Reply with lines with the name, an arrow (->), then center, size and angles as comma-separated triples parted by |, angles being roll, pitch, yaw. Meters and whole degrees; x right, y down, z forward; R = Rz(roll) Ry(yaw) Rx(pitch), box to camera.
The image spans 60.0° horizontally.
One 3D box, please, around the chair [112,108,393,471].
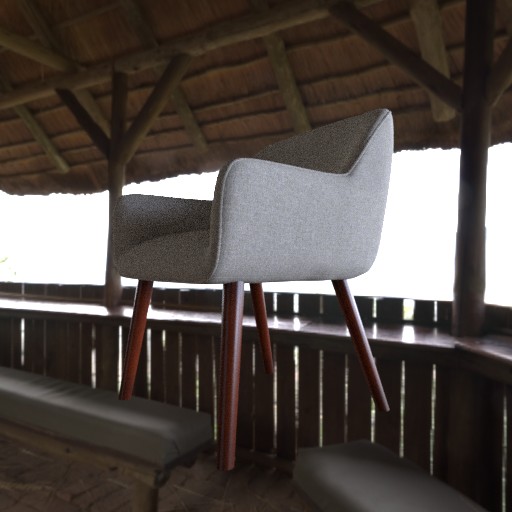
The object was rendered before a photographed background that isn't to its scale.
chair -> 0.000, 0.000, 1.225 | 0.610, 0.813, 0.610 | 0, -1, -37
